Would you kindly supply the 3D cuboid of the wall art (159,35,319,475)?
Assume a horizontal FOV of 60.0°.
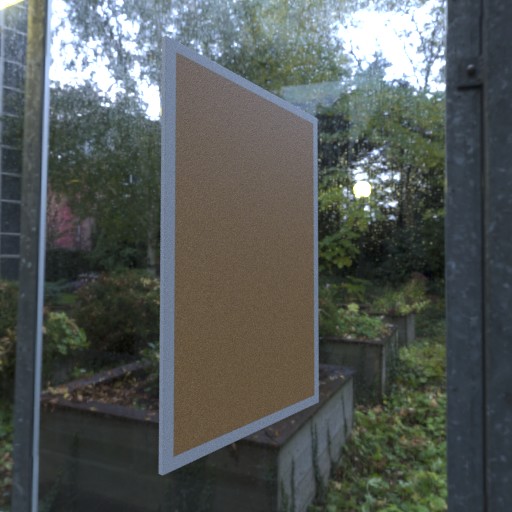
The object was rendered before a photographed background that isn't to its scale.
[{"bbox_3d":[0.000,0.000,1.211,0.013,0.940,0.659,-2,-3,37],"label":"wall art"}]
